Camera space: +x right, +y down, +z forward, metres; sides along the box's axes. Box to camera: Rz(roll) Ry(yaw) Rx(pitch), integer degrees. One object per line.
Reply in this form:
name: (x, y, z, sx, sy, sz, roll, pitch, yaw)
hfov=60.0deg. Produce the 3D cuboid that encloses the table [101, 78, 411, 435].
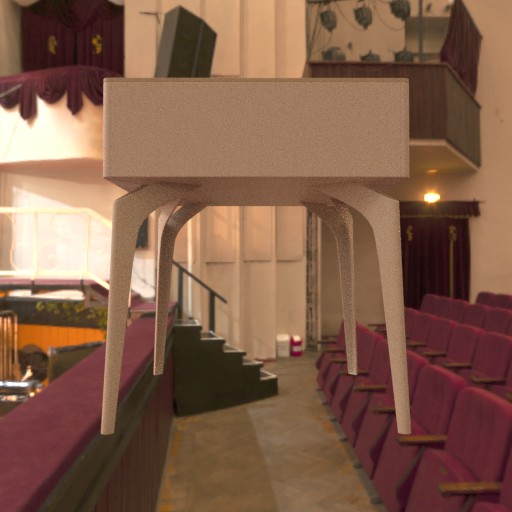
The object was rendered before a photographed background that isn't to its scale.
table: (0.000, 0.000, 0.904, 0.500, 0.570, 0.400, 0, -1, 0)
